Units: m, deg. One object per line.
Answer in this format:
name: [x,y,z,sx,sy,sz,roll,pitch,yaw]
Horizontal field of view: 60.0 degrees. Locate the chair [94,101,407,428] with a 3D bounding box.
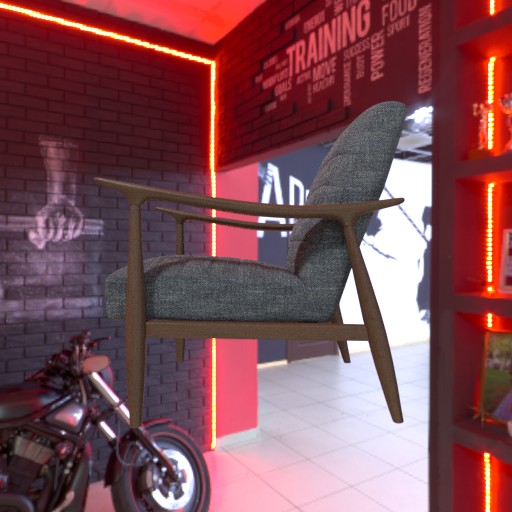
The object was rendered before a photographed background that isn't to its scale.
chair: [0.000,0.000,1.415,0.798,0.832,0.741,0,0,0]
